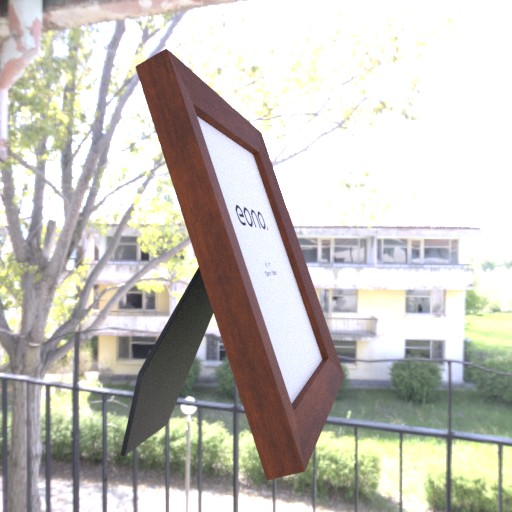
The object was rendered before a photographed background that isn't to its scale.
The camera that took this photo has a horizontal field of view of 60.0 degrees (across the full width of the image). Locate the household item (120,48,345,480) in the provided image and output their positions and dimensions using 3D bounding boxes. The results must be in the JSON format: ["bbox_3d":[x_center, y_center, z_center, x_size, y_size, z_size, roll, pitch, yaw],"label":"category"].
[{"bbox_3d":[0.000,0.000,0.287,0.096,0.204,0.160,0,0,18],"label":"household item"}]
